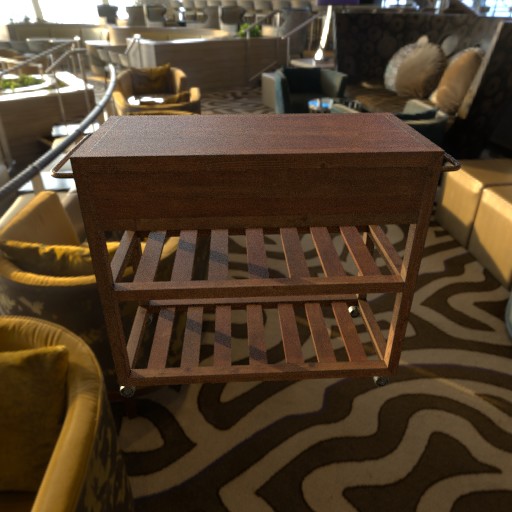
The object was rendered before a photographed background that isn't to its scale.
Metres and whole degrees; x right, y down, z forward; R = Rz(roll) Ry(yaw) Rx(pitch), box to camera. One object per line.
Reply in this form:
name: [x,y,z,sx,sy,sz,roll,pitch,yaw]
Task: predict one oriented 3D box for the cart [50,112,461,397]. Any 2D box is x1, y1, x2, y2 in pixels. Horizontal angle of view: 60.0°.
cart: [0.000,0.000,1.475,1.065,0.830,0.445,-2,30,-3]
